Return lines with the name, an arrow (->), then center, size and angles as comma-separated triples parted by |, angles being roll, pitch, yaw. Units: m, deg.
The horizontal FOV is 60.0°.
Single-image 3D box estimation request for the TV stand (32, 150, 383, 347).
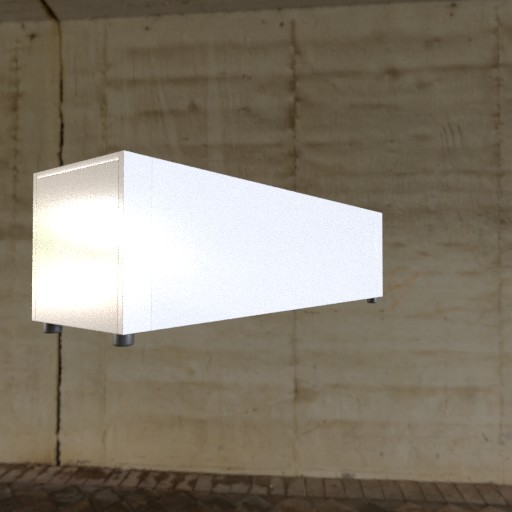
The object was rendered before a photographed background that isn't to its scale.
TV stand -> 0.000, 0.000, 1.699 | 0.410, 0.440, 1.500 | -1, -1, 37
